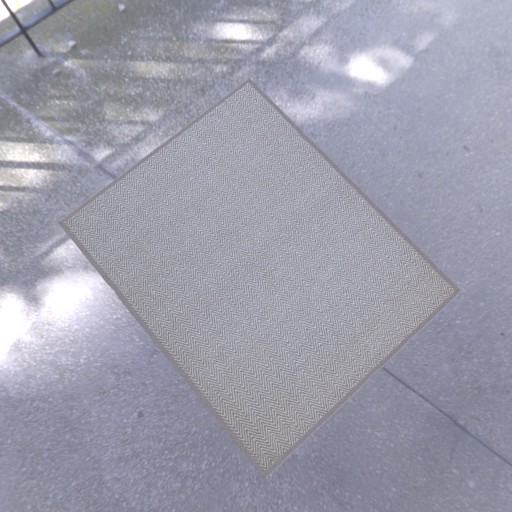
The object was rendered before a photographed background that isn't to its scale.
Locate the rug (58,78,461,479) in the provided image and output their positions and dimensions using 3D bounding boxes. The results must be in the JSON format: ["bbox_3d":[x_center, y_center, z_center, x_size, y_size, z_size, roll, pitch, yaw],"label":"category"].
[{"bbox_3d":[0.000,0.000,4.180,2.434,0.032,3.007,-40,79,-9],"label":"rug"}]
